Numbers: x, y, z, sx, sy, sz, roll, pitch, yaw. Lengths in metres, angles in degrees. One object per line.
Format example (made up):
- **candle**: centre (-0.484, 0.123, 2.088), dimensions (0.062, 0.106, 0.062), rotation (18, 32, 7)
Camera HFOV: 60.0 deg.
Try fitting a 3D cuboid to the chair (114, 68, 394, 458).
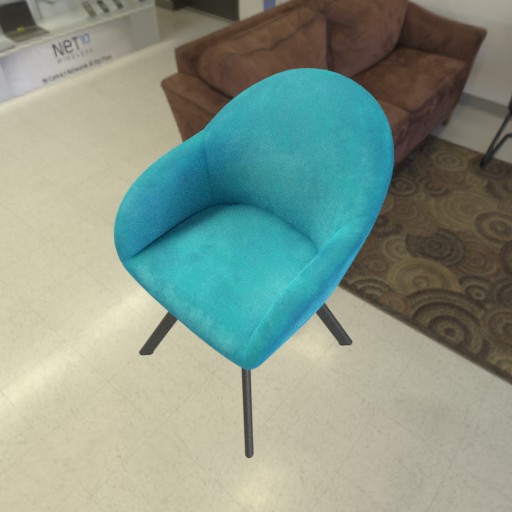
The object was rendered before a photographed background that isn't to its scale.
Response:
- **chair**: centre (0.000, 0.000, 1.170), dimensions (0.550, 0.795, 0.590), rotation (34, 55, 27)
